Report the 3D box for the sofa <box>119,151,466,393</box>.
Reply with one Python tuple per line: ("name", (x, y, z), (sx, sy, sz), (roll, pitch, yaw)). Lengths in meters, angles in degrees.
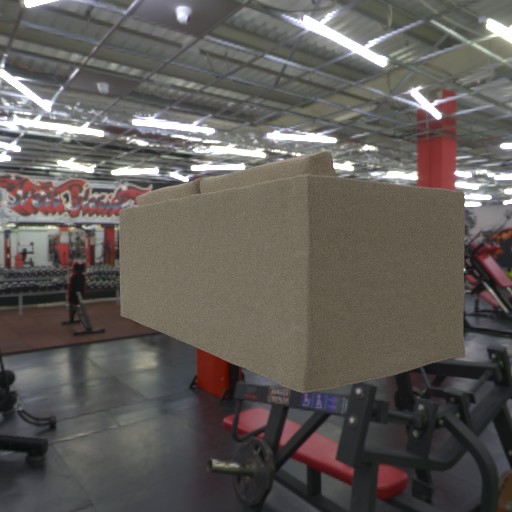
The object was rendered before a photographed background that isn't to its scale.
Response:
("sofa", (0.000, 0.000, 2.490), (0.956, 0.847, 1.987), (-1, 2, -35))
